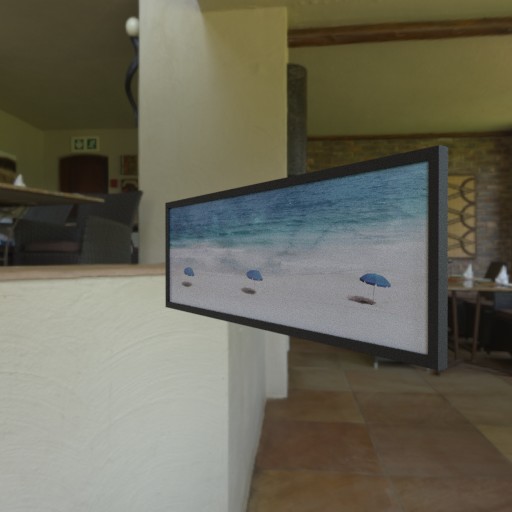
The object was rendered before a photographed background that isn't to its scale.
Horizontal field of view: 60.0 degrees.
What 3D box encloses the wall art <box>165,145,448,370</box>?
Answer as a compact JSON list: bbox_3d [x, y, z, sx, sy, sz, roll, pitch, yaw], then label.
[{"bbox_3d":[0.000,0.000,1.733,0.041,0.554,1.572,0,1,-36],"label":"wall art"}]
